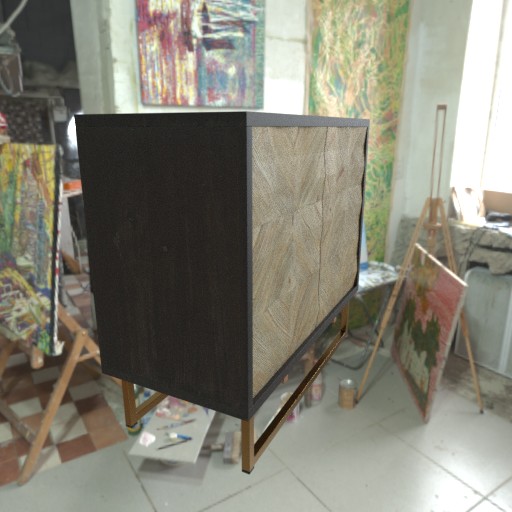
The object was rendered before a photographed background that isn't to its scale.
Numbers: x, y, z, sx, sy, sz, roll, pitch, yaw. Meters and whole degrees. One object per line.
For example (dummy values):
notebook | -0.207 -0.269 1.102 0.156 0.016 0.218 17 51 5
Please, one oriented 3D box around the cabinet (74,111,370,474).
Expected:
cabinet | 0.000 0.000 1.440 0.451 0.860 0.950 8 18 26
